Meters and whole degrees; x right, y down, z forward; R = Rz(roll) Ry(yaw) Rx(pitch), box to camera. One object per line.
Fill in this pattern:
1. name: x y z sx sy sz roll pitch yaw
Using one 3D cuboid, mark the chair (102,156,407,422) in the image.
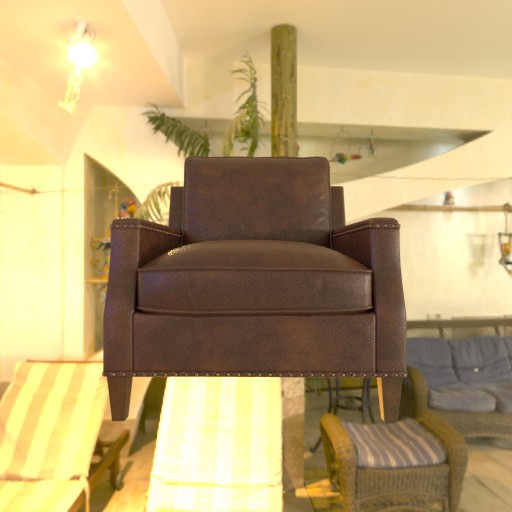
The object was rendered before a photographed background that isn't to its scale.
1. chair: 0.000 0.000 1.698 0.853 0.929 1.014 0 0 1
